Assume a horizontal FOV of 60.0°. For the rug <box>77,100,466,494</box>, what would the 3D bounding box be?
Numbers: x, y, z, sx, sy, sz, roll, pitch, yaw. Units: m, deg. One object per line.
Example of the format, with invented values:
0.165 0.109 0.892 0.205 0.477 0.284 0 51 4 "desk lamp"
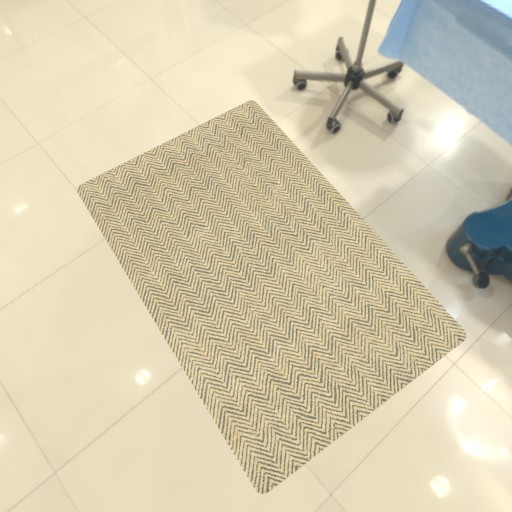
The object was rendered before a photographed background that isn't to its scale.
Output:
0.000 0.000 2.178 1.144 0.008 1.752 -31 68 -14 "rug"
